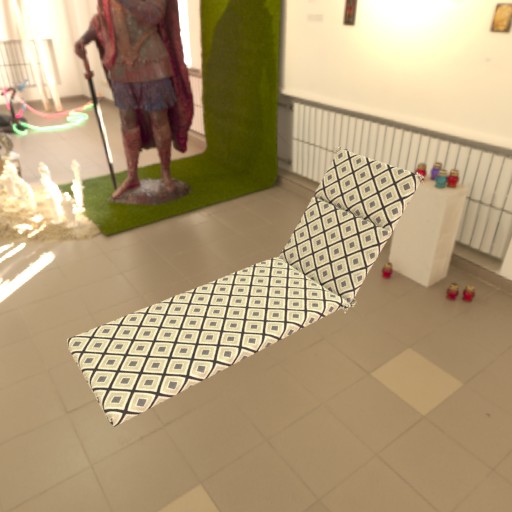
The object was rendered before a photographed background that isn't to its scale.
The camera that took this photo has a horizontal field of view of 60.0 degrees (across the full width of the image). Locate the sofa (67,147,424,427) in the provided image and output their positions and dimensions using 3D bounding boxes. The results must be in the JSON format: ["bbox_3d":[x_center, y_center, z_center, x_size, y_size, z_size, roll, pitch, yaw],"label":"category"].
[{"bbox_3d":[0.000,0.000,2.028,1.663,0.622,0.582,-21,37,-31],"label":"sofa"}]
